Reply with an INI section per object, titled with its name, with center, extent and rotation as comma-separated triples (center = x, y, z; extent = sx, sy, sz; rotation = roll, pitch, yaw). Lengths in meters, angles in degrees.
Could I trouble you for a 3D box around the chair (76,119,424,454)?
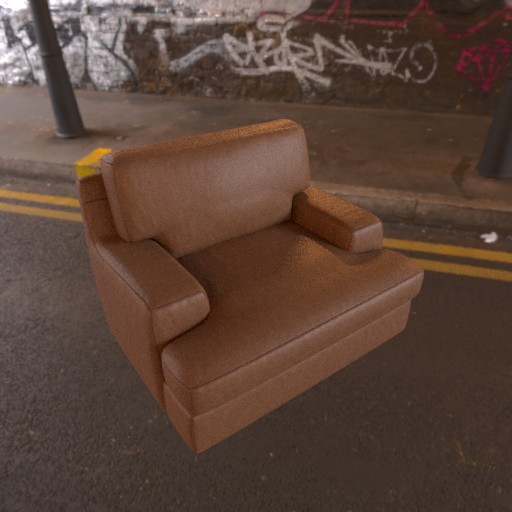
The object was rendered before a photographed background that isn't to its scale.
[chair]
center = 0.000, 0.000, 2.037
extent = 1.276, 0.978, 1.050
rotation = -21, 37, -30
